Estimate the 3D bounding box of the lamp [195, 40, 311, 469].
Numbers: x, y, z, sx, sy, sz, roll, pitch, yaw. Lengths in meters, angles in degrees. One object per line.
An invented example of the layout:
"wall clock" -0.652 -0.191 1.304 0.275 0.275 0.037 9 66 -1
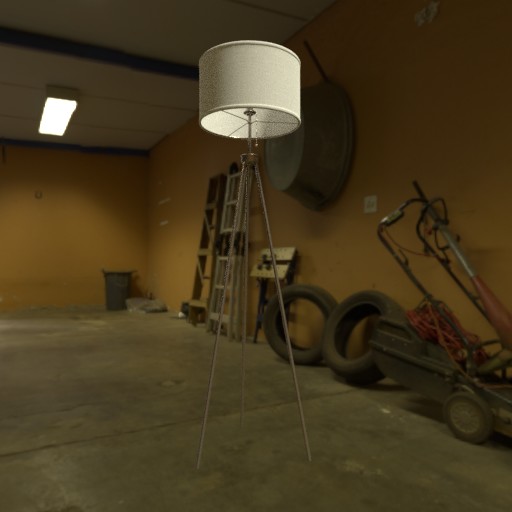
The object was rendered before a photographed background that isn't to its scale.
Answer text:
"lamp" 0.000 0.000 1.785 0.458 1.545 0.448 0 -1 16
